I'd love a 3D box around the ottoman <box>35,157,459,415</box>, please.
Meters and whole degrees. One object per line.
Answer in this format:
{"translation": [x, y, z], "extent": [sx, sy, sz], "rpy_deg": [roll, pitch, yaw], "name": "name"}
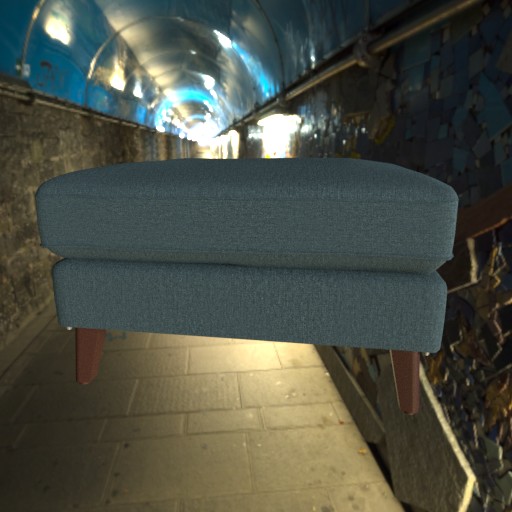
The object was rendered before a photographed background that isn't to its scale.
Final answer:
{"translation": [0.000, 0.000, 1.172], "extent": [0.835, 0.503, 0.629], "rpy_deg": [2, 15, 9], "name": "ottoman"}
